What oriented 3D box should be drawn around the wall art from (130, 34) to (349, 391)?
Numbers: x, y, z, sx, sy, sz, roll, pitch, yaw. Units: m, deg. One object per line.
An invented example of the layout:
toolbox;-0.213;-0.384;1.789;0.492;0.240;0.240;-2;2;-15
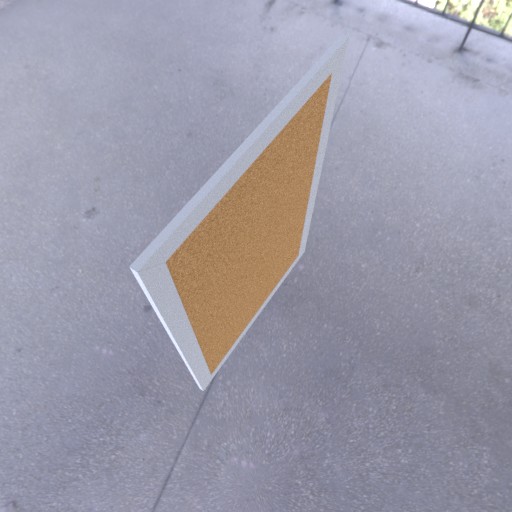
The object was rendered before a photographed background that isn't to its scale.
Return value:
wall art;0.000;0.000;0.843;0.011;0.659;0.454;32;67;15
